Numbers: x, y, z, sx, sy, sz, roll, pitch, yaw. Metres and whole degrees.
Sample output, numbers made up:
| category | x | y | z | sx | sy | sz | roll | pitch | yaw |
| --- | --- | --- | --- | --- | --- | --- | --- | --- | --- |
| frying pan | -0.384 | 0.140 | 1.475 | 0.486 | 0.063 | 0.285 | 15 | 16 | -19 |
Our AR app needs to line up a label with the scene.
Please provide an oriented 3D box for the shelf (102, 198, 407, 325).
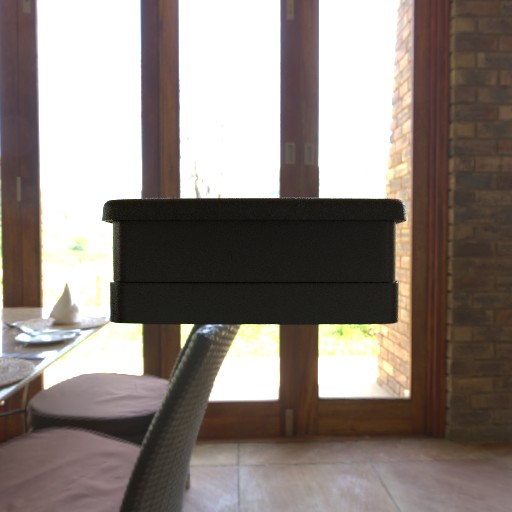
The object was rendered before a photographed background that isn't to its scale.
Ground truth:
| category | x | y | z | sx | sy | sz | roll | pitch | yaw |
| --- | --- | --- | --- | --- | --- | --- | --- | --- | --- |
| shelf | 0.000 | 0.000 | 0.542 | 0.280 | 0.100 | 0.410 | 0 | 1 | 1 |
